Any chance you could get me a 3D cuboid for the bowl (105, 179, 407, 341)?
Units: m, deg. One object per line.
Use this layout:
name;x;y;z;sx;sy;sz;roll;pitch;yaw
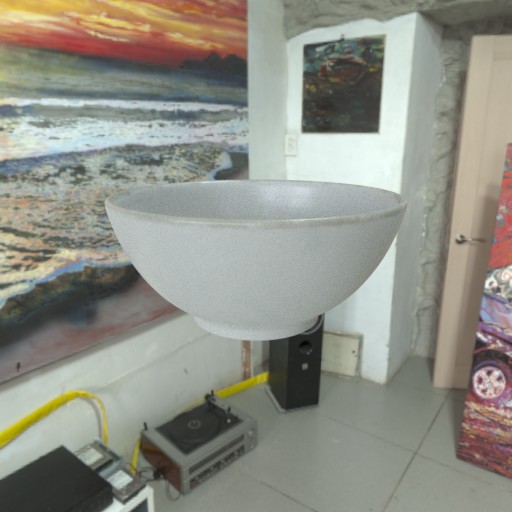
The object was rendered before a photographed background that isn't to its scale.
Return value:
bowl;0.000;0.000;0.428;0.268;0.121;0.268;0;15;0
